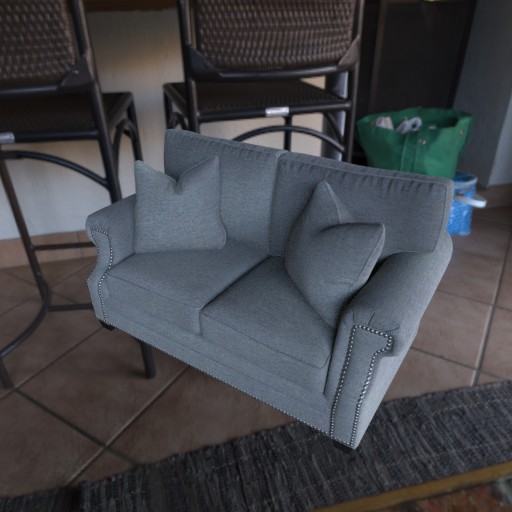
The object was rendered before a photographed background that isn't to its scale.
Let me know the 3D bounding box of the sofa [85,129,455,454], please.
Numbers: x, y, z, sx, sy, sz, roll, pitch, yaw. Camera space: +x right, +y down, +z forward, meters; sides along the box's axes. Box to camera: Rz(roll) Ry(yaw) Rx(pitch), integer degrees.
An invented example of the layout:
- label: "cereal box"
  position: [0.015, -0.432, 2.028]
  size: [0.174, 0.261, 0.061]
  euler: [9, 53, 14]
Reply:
- label: "sofa"
  position: [0.000, 0.000, 2.227]
  size: [1.701, 0.966, 0.966]
  euler: [18, 34, 28]
